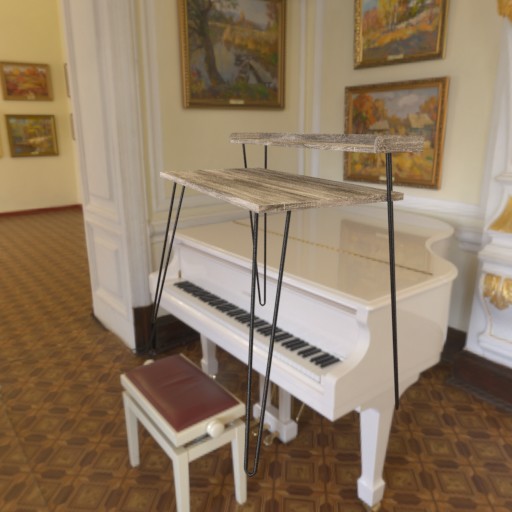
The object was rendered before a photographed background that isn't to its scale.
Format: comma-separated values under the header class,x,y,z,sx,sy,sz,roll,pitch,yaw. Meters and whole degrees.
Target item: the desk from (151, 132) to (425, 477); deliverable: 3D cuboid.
class,x,y,z,sx,sy,sz,roll,pitch,yaw
desk,0.000,0.000,1.696,0.605,0.899,1.135,-8,18,-25
